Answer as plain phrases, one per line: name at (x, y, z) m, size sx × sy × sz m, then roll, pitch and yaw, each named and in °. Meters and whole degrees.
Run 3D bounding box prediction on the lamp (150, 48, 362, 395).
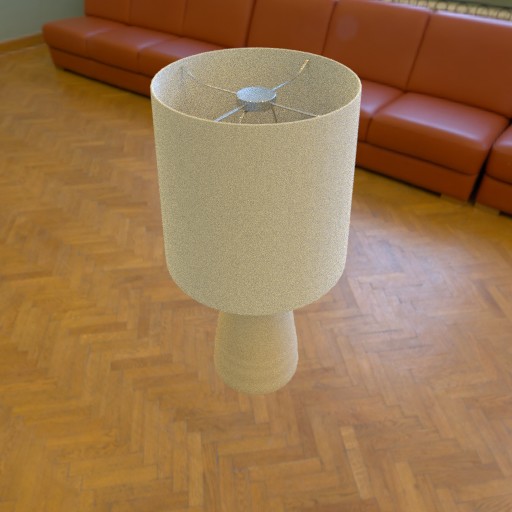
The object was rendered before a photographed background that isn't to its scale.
lamp at (0.000, 0.000, 0.470) m, size 0.186 × 0.369 × 0.186 m, roll 0°, pitch 41°, yaw 0°
